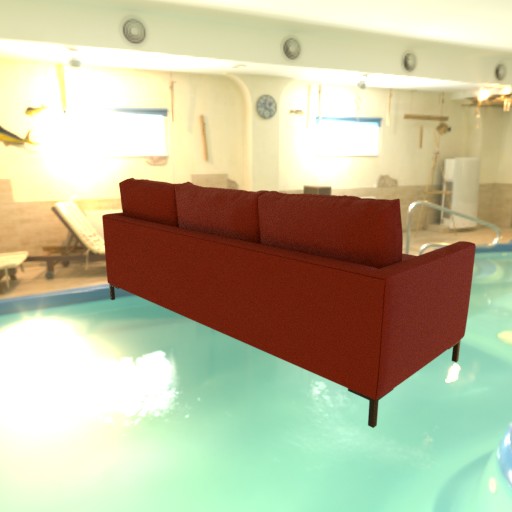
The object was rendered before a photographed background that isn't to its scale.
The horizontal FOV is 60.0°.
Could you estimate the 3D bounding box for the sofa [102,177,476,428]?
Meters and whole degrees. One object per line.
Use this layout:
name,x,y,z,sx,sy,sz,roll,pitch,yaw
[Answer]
sofa,0.000,0.000,2.676,0.875,0.879,2.252,-13,18,-43
